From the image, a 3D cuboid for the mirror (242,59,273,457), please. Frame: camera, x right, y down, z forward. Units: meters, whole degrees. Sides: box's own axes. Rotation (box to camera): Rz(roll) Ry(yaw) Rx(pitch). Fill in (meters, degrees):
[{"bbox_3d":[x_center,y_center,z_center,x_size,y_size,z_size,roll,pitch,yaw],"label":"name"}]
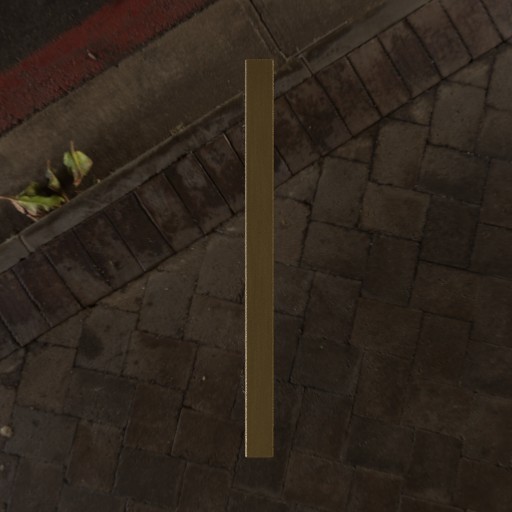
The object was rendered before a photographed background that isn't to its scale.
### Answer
[{"bbox_3d":[0.000,0.000,0.919,0.040,0.710,0.507,0,91,0],"label":"mirror"}]
